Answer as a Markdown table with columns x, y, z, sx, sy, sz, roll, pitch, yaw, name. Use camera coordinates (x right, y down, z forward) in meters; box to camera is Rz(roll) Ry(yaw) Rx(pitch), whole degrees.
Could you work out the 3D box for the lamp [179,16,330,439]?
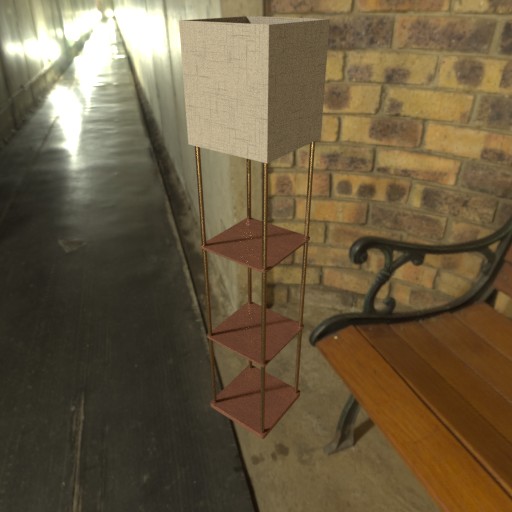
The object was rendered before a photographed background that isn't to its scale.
| x | y | z | sx | sy | sz | roll | pitch | yaw | name |
| --- | --- | --- | --- | --- | --- | --- | --- | --- | --- |
| 0.000 | 0.000 | 1.666 | 0.308 | 1.569 | 0.310 | 21 | 37 | 31 | lamp |
